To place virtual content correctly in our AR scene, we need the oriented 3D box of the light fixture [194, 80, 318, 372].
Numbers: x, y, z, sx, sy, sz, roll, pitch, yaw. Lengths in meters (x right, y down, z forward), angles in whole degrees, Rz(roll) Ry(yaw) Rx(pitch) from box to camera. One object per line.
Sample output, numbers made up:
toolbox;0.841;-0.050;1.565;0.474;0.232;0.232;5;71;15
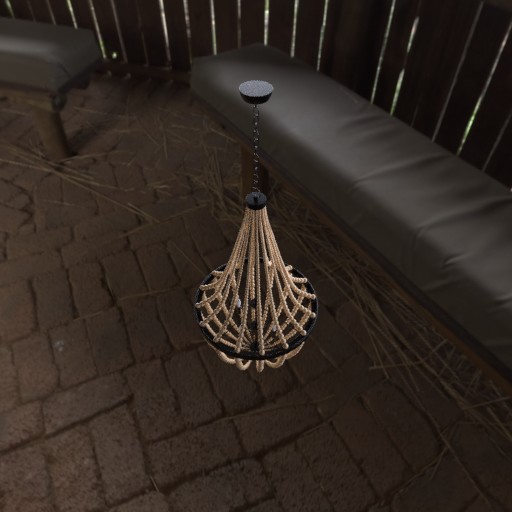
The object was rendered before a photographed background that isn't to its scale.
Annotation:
light fixture;0.000;0.000;1.436;0.450;1.133;0.450;0;47;0
